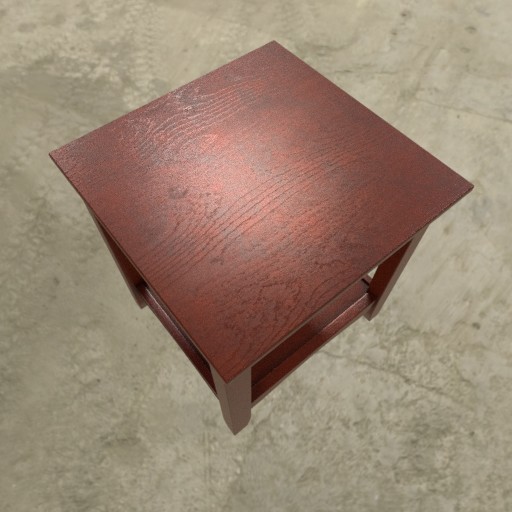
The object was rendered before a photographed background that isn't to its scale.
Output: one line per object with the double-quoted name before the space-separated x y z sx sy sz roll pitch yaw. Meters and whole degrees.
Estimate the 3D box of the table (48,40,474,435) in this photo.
"table" 0.000 0.000 0.970 0.523 0.558 0.522 -33 64 -18
